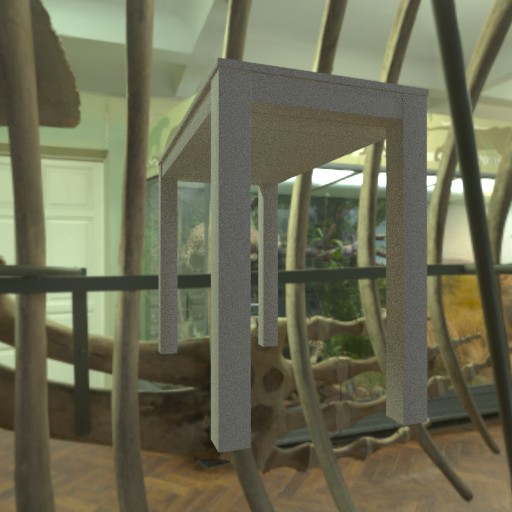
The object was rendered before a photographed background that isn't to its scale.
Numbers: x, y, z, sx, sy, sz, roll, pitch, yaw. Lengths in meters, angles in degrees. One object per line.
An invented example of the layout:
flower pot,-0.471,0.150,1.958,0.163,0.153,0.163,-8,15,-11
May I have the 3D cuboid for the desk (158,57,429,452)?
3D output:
desk,0.000,0.000,1.401,0.497,0.762,0.990,0,0,-19
